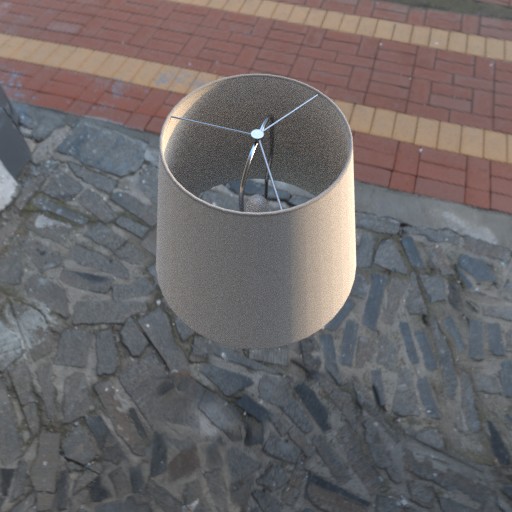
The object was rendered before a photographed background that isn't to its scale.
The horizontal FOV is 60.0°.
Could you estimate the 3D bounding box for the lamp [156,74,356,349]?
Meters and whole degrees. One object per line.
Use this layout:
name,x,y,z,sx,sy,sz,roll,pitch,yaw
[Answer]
lamp,0.000,0.000,0.798,0.355,0.582,0.355,0,60,0
